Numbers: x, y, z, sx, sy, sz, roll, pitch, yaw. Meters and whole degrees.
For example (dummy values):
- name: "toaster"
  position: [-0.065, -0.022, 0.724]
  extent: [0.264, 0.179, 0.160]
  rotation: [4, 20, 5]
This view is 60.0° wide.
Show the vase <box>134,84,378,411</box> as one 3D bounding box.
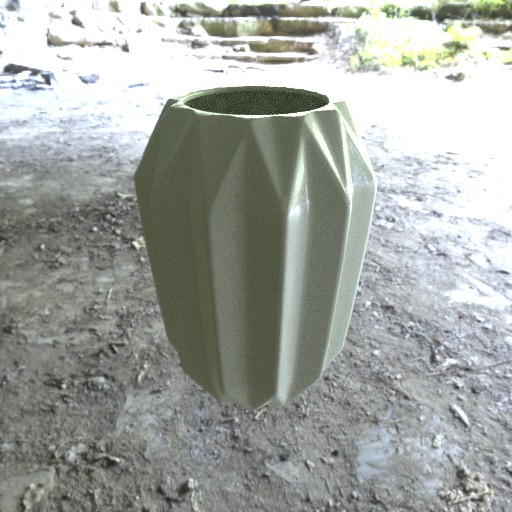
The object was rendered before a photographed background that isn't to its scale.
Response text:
- name: "vase"
  position: [0.000, 0.000, 0.403]
  extent: [0.195, 0.275, 0.195]
  rotation: [0, 30, 0]
